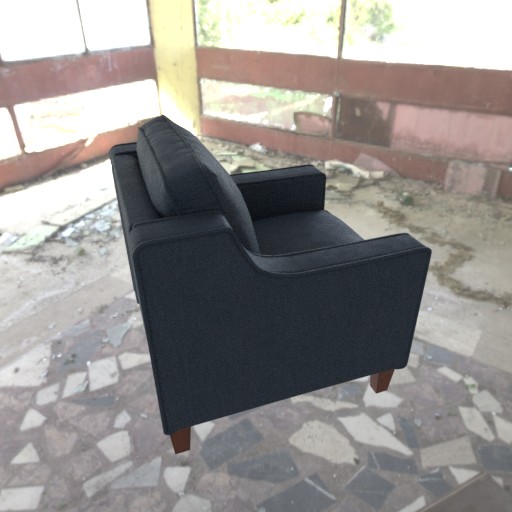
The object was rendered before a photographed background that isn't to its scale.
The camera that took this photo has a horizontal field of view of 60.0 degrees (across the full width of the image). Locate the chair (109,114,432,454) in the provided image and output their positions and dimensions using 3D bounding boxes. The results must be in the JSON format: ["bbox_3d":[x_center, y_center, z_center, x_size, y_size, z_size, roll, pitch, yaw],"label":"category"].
[{"bbox_3d":[0.000,0.000,1.664,0.909,0.960,0.831,-10,32,-17],"label":"chair"}]
